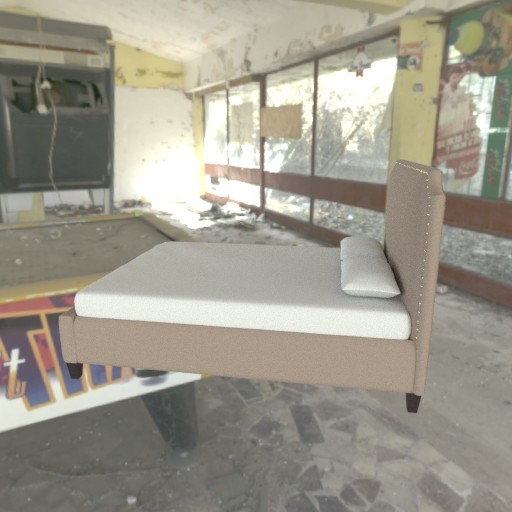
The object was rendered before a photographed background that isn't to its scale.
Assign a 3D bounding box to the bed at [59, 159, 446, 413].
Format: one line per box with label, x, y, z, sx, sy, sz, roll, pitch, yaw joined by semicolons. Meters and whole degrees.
bed;0.000;0.000;3.456;2.372;1.443;1.713;3;15;10
